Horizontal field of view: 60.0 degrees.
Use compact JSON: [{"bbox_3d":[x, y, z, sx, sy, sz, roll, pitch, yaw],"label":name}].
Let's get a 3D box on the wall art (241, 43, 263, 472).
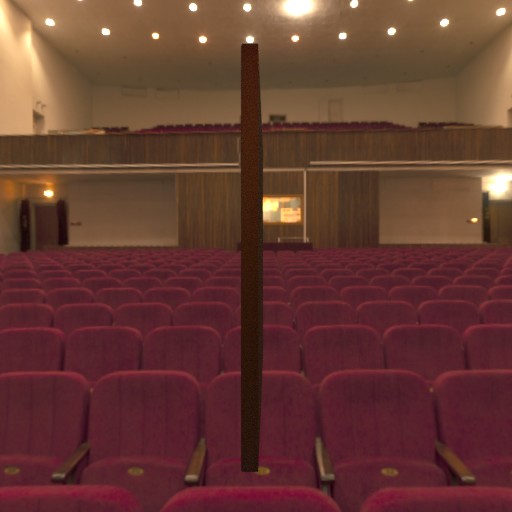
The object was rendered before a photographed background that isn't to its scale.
[{"bbox_3d":[0.000,0.000,0.724,0.018,0.450,0.521,0,1,1],"label":"wall art"}]
